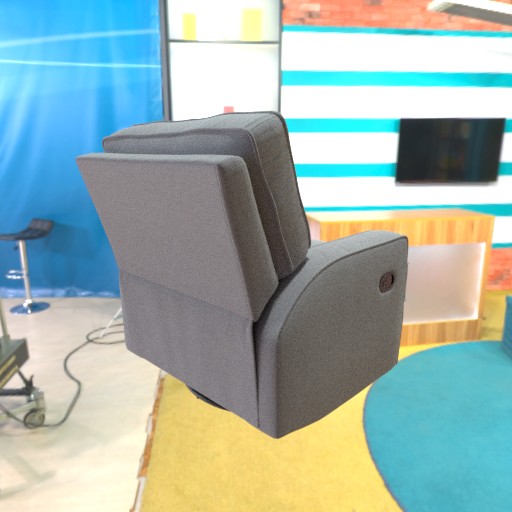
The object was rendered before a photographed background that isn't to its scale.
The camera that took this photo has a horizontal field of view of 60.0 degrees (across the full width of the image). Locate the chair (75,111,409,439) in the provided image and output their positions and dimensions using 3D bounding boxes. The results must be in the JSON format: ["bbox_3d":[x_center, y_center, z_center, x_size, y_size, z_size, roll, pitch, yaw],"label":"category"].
[{"bbox_3d":[0.000,0.000,1.635,0.861,0.964,0.969,13,19,43],"label":"chair"}]
